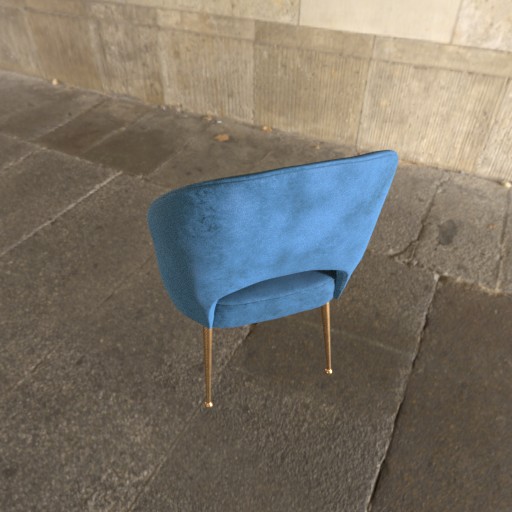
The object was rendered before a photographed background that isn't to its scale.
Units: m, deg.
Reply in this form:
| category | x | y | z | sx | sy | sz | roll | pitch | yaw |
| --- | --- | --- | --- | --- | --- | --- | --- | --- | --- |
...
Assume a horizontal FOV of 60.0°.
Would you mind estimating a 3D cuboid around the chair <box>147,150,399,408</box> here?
| category | x | y | z | sx | sy | sz | roll | pitch | yaw |
| --- | --- | --- | --- | --- | --- | --- | --- | --- | --- |
| chair | 0.000 | 0.000 | 1.196 | 0.527 | 0.860 | 0.577 | -12 | 42 | -13 |
